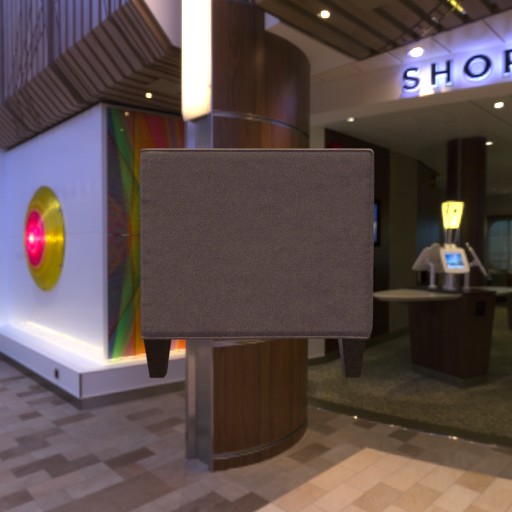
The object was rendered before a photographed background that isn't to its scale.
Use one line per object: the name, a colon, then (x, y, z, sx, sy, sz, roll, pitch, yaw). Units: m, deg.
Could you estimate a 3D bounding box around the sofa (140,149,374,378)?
sofa: (0.000, 0.000, 2.525, 0.775, 0.762, 2.159, 0, 1, 0)
